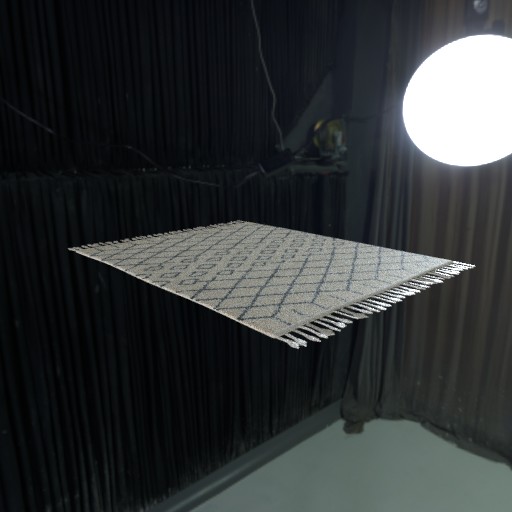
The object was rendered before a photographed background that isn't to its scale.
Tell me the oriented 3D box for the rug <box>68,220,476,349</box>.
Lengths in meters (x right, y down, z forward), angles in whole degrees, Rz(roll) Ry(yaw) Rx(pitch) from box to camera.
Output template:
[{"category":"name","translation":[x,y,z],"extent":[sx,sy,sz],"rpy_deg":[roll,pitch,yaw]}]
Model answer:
[{"category":"rug","translation":[0.000,0.000,4.291],"extent":[2.388,0.030,3.213],"rpy_deg":[-13,20,-42]}]
